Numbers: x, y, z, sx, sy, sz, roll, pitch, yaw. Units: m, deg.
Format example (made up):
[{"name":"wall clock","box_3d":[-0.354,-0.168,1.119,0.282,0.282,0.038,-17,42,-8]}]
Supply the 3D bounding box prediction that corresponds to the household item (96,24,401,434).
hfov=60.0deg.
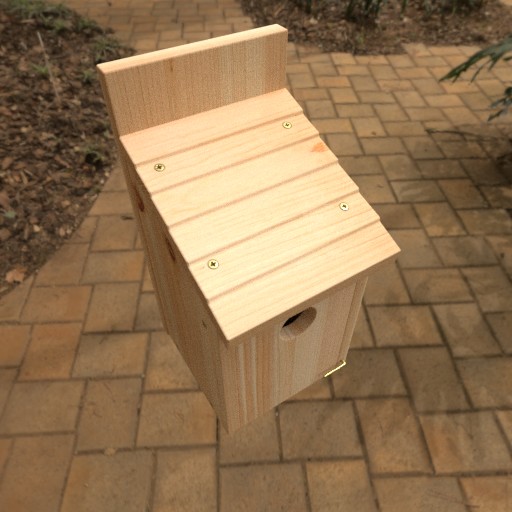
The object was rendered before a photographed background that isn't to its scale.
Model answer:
[{"name":"household item","box_3d":[0.000,0.000,0.381,0.149,0.300,0.171,-24,51,-22]}]
